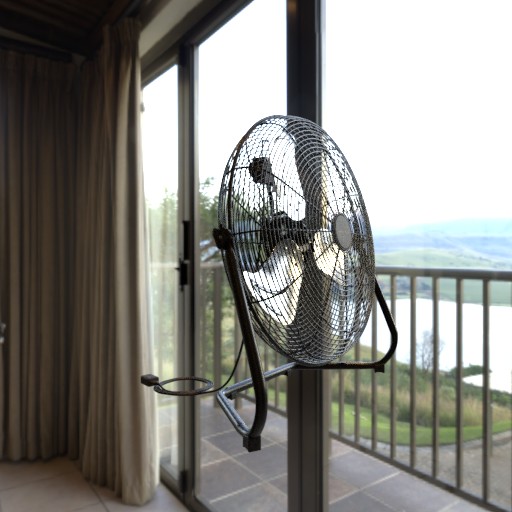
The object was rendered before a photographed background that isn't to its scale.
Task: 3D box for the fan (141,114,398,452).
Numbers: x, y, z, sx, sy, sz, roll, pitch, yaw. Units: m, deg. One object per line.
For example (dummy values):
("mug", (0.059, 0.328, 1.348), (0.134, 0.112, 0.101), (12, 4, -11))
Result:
("fan", (0.000, 0.000, 0.936), (0.424, 0.546, 0.555), (0, 1, 36))
